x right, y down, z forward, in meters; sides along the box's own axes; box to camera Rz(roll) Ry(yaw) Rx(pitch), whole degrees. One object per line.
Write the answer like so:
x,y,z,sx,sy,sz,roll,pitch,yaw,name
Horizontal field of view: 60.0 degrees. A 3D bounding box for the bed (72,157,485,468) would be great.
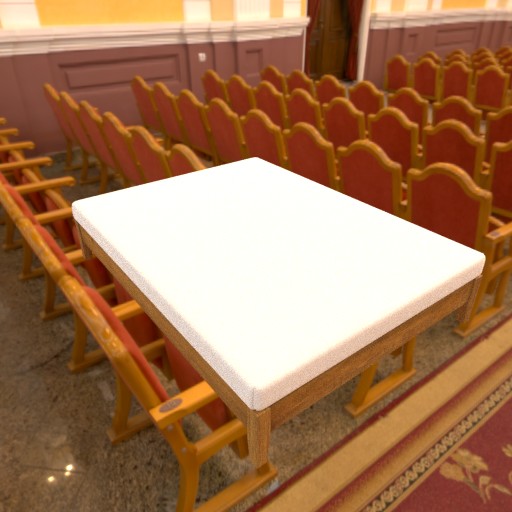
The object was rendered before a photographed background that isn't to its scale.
0.000,0.000,2.705,1.536,0.431,2.016,-21,37,-31,bed
